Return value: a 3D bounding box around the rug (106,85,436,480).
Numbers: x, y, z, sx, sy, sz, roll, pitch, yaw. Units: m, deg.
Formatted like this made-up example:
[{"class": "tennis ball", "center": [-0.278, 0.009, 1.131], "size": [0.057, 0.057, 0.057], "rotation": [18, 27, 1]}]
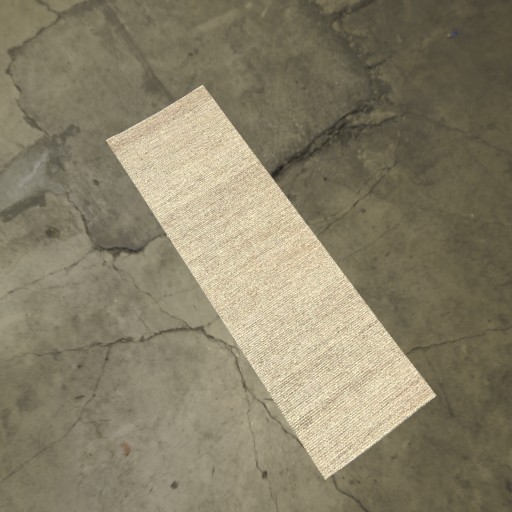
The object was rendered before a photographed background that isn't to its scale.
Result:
[{"class": "rug", "center": [0.000, 0.000, 2.607], "size": [0.741, 0.014, 2.390], "rotation": [-32, 75, -9]}]
